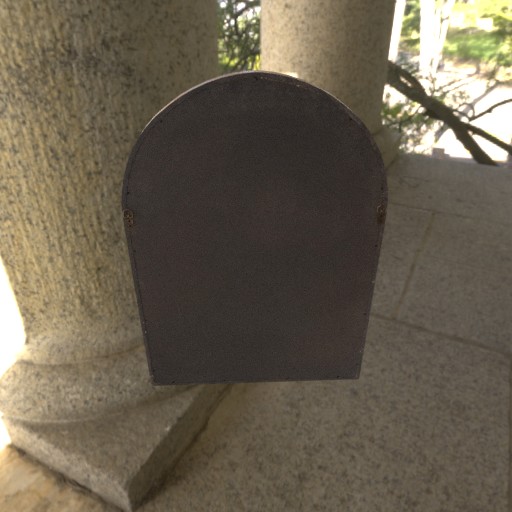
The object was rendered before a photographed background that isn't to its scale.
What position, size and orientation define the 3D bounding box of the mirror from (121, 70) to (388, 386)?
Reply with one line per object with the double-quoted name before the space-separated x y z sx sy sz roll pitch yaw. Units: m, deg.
"mirror" 0.000 0.000 1.183 0.660 0.920 0.032 -1 31 -2
